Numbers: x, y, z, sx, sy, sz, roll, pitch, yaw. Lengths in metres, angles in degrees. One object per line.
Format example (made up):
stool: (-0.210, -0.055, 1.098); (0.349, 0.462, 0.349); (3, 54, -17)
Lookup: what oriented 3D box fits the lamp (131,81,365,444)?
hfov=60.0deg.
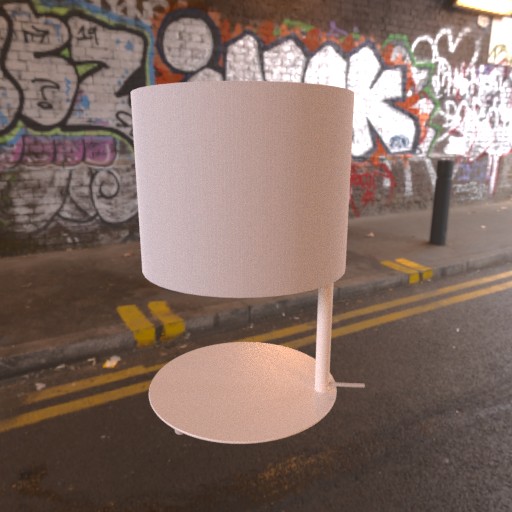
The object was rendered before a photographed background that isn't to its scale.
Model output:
lamp: (0.000, 0.000, 0.663); (0.341, 0.454, 0.299); (2, 15, 9)
